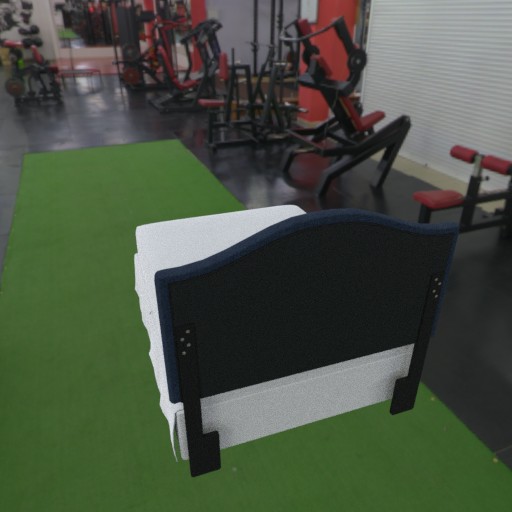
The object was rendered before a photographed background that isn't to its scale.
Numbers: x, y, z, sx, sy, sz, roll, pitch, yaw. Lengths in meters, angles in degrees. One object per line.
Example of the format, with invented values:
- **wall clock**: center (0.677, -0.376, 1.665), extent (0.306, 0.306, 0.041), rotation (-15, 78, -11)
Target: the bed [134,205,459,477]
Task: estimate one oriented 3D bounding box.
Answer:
- **bed**: center (0.000, 0.000, 3.298), extent (1.725, 1.518, 2.153), rotation (-10, 30, -17)
